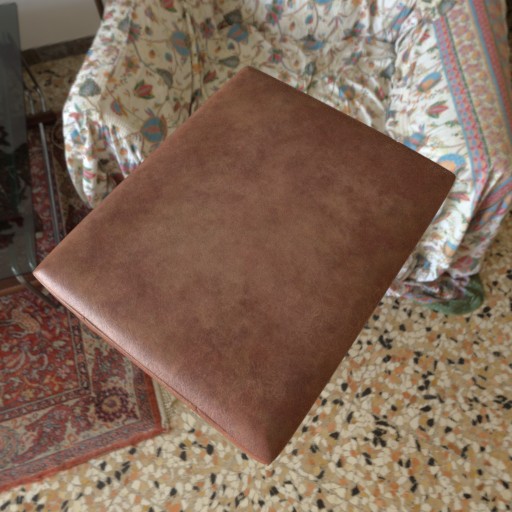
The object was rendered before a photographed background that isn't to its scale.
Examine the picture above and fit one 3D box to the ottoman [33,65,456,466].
[{"bbox_3d":[0.000,0.000,1.744,0.965,0.667,1.186,33,69,15],"label":"ottoman"}]
